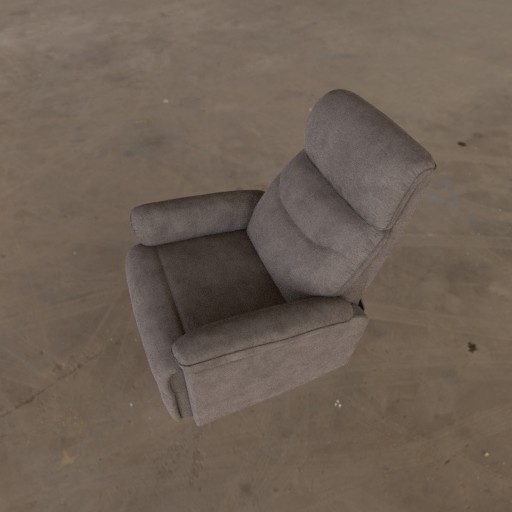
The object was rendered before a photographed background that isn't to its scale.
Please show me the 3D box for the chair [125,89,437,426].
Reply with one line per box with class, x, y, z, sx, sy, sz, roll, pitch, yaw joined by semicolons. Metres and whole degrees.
chair;0.000;0.000;1.743;1.009;1.036;0.830;-16;47;-15
